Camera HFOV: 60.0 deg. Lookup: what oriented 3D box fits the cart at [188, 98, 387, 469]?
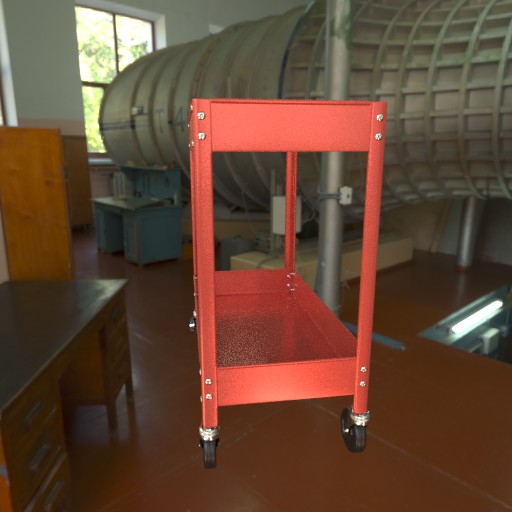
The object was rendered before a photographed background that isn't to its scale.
[{"bbox_3d":[0.000,0.000,1.187,0.366,0.719,0.779,-2,14,-9],"label":"cart"}]
